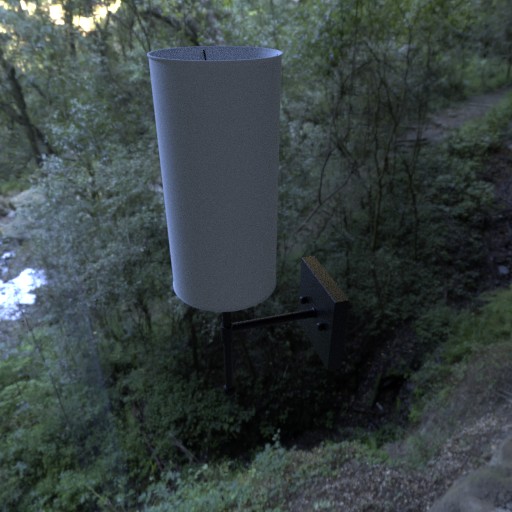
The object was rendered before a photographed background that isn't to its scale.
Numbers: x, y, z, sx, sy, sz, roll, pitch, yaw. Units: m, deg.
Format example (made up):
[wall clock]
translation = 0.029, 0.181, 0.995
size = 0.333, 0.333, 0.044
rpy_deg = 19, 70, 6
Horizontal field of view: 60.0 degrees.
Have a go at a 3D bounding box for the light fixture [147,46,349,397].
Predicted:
[light fixture]
translation = 0.000, 0.000, 0.548
size = 0.208, 0.462, 0.128
rpy_deg = -8, 31, -14
